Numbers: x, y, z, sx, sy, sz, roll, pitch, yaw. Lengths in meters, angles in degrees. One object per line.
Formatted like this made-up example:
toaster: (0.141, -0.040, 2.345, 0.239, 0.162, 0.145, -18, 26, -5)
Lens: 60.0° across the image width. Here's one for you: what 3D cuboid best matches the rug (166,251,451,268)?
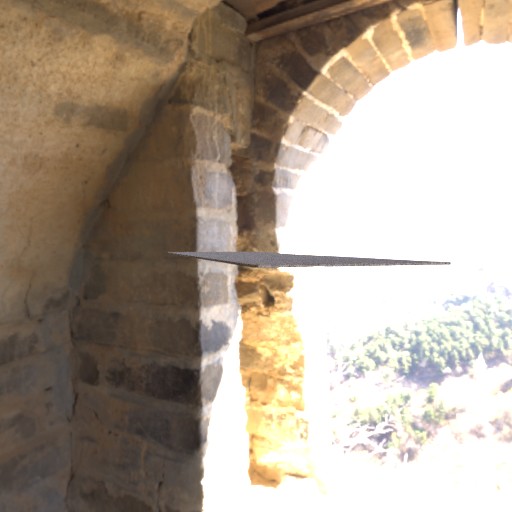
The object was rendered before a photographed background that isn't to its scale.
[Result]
rug: (0.000, 0.000, 2.731, 0.807, 0.013, 2.436, -1, 2, -18)
